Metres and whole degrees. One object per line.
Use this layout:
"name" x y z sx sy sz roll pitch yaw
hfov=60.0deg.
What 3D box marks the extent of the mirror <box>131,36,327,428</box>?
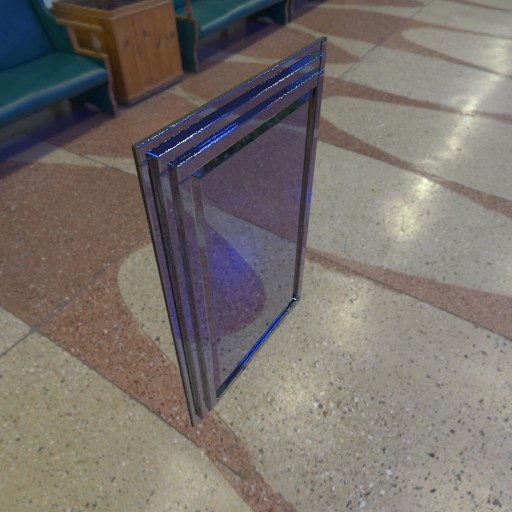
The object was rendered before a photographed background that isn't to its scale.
"mirror" 0.000 0.000 1.156 0.039 0.914 0.613 25 49 24
